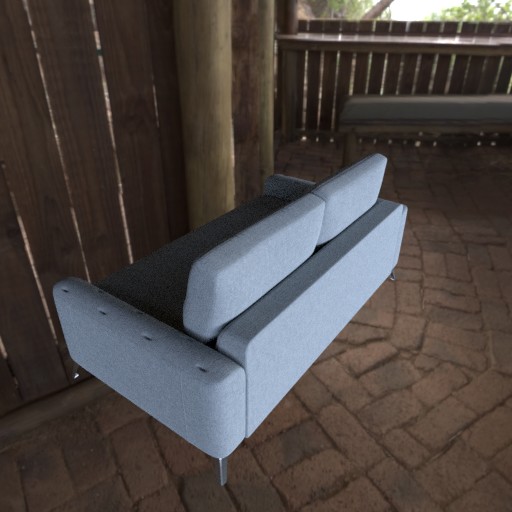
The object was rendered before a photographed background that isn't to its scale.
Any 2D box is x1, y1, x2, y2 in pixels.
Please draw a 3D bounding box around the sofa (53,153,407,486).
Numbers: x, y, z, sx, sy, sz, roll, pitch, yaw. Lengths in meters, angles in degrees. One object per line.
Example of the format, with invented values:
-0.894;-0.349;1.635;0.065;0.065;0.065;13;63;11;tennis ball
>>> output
0.000;0.000;2.149;0.920;0.790;1.650;20;36;31;sofa
